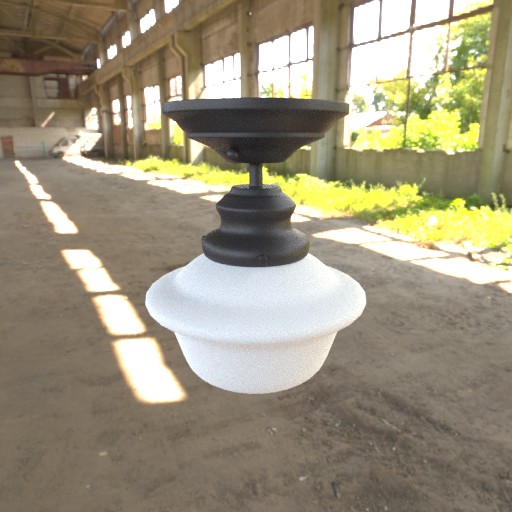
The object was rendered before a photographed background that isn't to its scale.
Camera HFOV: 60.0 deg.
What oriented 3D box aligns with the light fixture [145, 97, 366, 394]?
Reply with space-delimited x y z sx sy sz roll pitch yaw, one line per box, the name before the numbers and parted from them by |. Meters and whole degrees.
light fixture | 0.000 0.000 0.395 0.197 0.254 0.197 0 15 0
